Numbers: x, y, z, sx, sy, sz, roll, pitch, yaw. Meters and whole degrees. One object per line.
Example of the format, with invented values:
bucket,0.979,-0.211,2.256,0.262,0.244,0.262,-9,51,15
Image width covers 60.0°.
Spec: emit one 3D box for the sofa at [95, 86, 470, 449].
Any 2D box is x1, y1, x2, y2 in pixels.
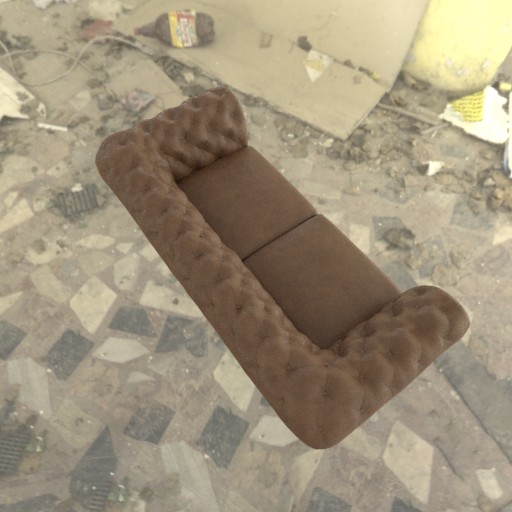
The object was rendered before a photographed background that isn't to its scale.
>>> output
sofa,0.000,0.000,2.512,0.955,0.784,2.048,-32,64,-18
